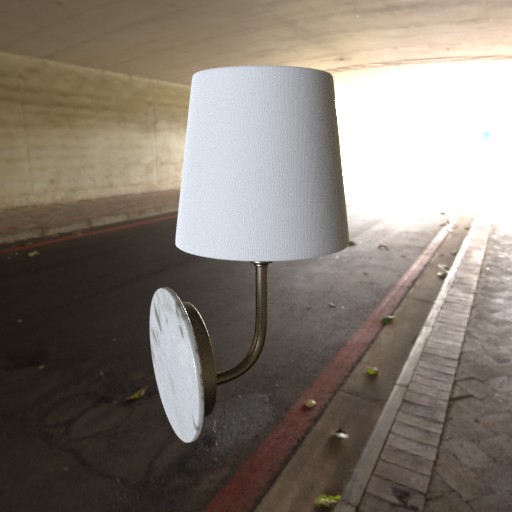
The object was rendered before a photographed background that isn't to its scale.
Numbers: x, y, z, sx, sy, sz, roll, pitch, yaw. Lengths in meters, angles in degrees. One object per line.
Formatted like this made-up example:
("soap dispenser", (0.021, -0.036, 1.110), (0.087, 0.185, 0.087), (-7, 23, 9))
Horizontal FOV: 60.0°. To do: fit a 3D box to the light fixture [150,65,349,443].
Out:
("light fixture", (0.000, 0.000, 0.445), (0.188, 0.337, 0.168), (-7, 16, -28))
